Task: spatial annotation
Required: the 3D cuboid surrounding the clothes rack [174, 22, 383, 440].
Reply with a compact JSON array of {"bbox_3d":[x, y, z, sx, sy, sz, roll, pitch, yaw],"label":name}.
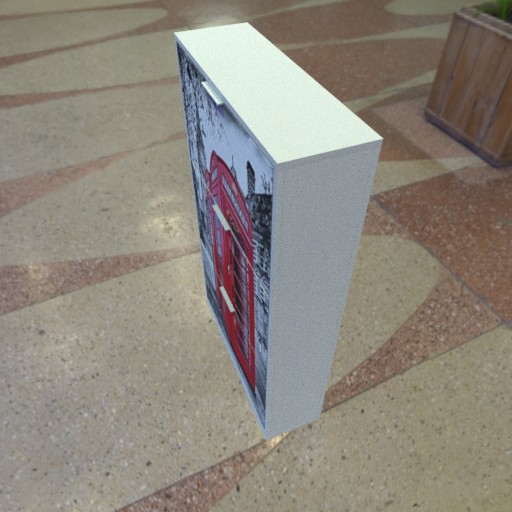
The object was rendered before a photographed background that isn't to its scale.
[{"bbox_3d":[0.000,0.000,1.563,0.250,1.280,0.750,-16,48,-16],"label":"clothes rack"}]
